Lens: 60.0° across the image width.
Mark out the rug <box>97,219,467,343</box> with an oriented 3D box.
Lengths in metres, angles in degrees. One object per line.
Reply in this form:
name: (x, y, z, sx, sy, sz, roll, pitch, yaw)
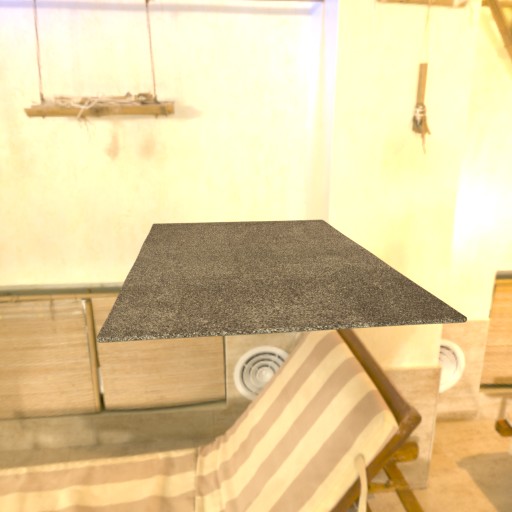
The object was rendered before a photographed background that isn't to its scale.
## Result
rug: (0.000, 0.000, 3.402, 1.802, 0.026, 2.699, -2, 15, -7)
